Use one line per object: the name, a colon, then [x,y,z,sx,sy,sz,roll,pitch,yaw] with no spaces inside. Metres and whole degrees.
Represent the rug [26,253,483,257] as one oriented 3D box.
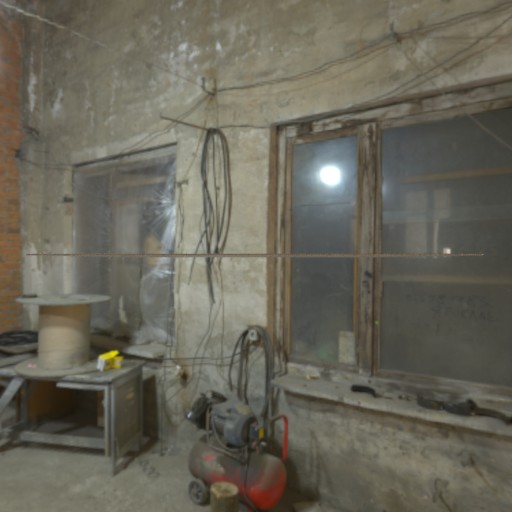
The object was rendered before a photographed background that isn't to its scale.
rug: [0.000,0.000,4.182,3.072,0.011,2.451,0,0,1]
